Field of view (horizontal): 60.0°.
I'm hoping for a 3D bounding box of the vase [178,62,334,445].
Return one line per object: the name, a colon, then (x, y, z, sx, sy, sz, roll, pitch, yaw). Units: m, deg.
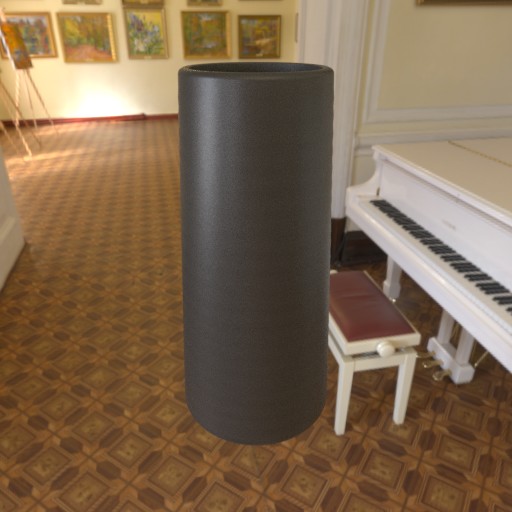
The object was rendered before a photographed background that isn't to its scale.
vase: (0.000, 0.000, 0.367, 0.136, 0.289, 0.136, 0, 27, 0)
